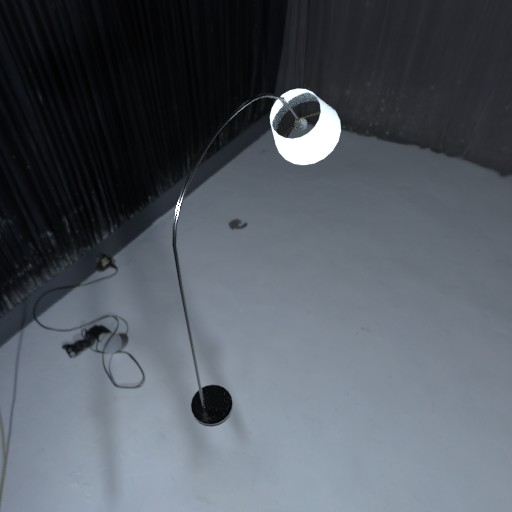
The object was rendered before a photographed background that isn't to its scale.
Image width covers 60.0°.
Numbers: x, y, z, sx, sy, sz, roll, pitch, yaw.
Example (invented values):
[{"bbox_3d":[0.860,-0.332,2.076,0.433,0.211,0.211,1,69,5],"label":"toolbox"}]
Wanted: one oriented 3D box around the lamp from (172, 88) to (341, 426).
[{"bbox_3d":[0.000,0.000,2.745,0.406,2.098,1.445,25,51,22],"label":"lamp"}]
